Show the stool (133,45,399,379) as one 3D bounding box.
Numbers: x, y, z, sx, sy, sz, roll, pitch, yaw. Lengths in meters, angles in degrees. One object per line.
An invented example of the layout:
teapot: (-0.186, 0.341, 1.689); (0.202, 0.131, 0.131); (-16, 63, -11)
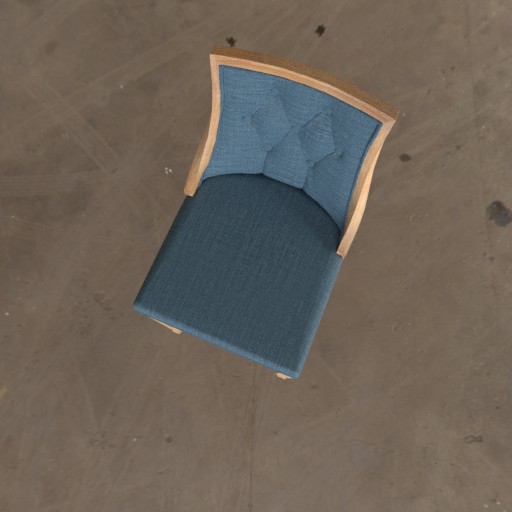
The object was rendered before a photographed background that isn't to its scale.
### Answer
stool: (0.000, 0.000, 1.436); (0.524, 1.101, 0.626); (22, 76, 6)
